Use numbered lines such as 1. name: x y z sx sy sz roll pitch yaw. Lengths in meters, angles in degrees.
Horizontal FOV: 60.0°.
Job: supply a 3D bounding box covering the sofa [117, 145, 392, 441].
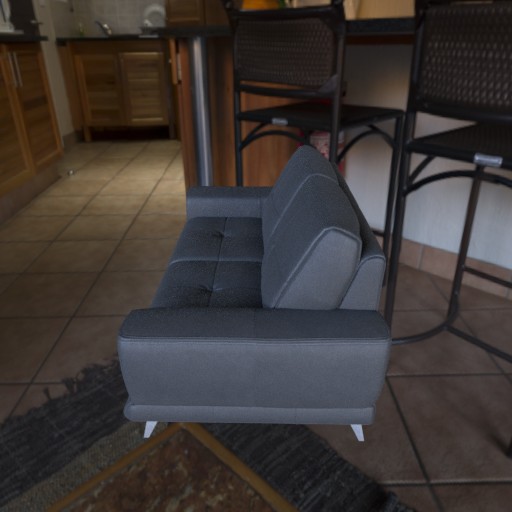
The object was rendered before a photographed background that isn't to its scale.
1. sofa: 0.000 0.000 2.392 1.018 0.907 1.806 1 27 1
